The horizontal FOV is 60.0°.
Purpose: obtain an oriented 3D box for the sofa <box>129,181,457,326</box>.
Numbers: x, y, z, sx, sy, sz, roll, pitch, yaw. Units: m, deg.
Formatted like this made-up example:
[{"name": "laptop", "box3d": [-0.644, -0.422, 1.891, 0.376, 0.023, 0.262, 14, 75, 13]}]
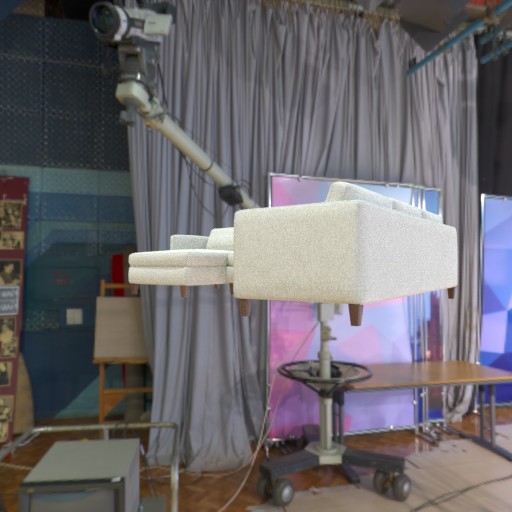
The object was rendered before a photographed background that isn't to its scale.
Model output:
[{"name": "sofa", "box3d": [0.000, 0.000, 4.389, 3.238, 0.853, 2.551, -1, -1, 36]}]
